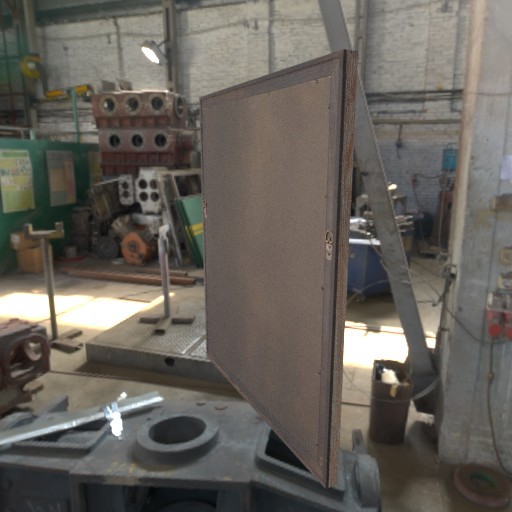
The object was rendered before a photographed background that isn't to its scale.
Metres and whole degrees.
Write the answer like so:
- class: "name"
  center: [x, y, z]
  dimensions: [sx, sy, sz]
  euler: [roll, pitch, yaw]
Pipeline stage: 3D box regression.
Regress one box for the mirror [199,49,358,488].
- class: "mirror"
  center: [0.000, 0.000, 1.186]
  dimensions: [0.032, 0.882, 0.730]
  euler: [-6, 14, -26]
